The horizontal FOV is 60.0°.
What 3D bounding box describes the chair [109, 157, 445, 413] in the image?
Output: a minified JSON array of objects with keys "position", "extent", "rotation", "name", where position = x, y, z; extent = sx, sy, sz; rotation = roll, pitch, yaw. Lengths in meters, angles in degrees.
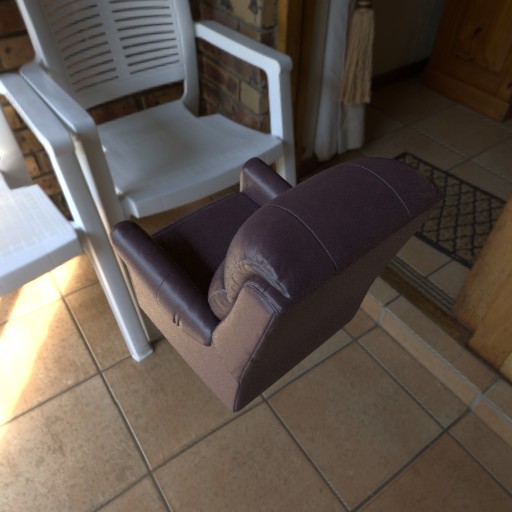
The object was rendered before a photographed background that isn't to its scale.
[{"position":[0.000,0.000,1.812],"extent":[0.838,1.054,1.014],"rotation":[-32,54,-27],"name":"chair"}]
